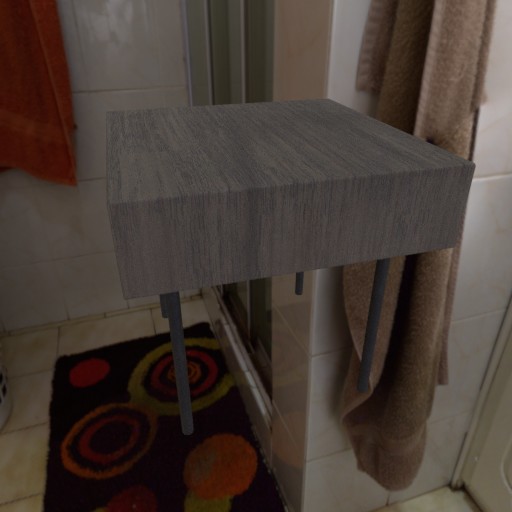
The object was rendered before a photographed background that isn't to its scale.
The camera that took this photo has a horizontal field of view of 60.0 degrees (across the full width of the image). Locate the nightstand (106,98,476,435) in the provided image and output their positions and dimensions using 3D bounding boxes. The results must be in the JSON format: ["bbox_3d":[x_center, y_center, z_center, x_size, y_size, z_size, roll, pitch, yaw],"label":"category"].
[{"bbox_3d":[0.000,0.000,0.896,0.503,0.497,0.502,-8,31,-14],"label":"nightstand"}]
